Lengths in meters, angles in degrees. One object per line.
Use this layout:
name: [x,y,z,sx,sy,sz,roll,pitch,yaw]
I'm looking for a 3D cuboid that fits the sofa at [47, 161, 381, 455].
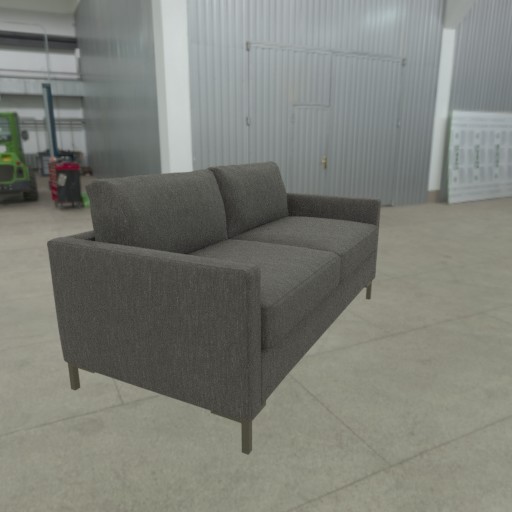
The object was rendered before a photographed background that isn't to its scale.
sofa: [0.000,0.000,2.176,0.875,0.840,1.682,8,17,27]
